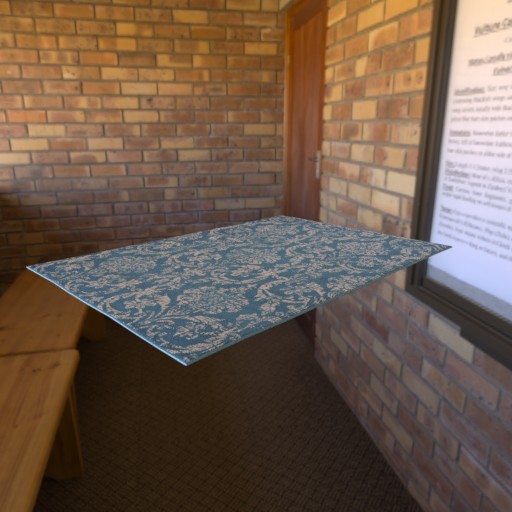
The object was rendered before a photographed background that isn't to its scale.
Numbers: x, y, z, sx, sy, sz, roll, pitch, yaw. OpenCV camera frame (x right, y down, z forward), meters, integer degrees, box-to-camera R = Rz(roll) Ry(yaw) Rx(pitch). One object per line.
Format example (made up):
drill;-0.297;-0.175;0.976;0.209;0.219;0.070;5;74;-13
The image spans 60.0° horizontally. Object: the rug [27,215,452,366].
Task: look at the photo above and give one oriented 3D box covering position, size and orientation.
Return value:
rug;0.000;0.000;2.780;2.205;0.012;1.554;-15;22;-43
